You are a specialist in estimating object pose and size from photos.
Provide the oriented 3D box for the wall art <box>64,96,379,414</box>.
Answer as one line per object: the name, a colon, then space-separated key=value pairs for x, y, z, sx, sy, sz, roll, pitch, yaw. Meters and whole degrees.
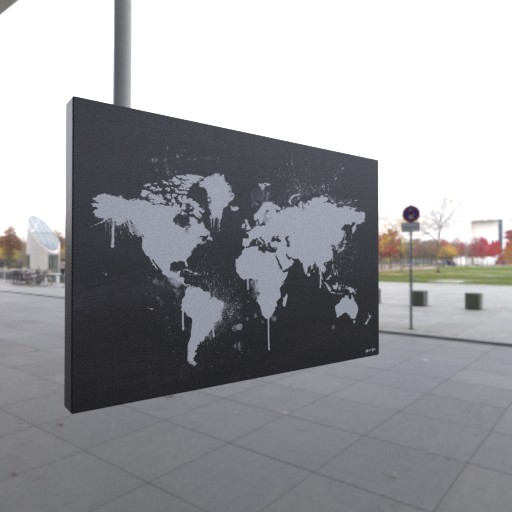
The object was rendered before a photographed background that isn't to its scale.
wall art: x=0.000 y=0.000 z=0.760 sx=0.610 sy=0.409 sz=0.038 roll=0 pitch=-1 yaw=-36
